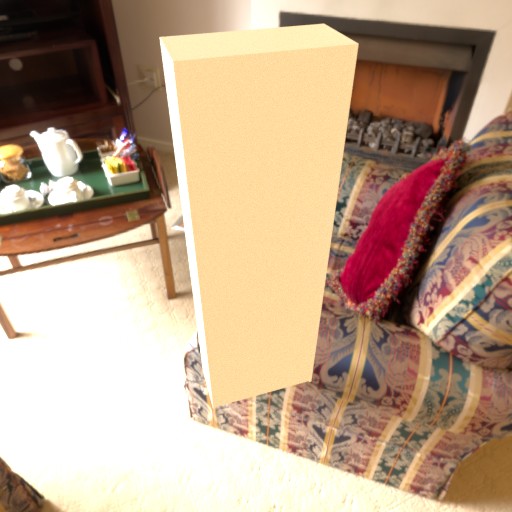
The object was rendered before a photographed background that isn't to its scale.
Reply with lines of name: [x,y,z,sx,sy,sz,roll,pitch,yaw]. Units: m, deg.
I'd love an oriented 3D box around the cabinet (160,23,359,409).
cabinet: [0.000,0.000,1.797,0.520,1.630,0.255,-12,42,-13]
